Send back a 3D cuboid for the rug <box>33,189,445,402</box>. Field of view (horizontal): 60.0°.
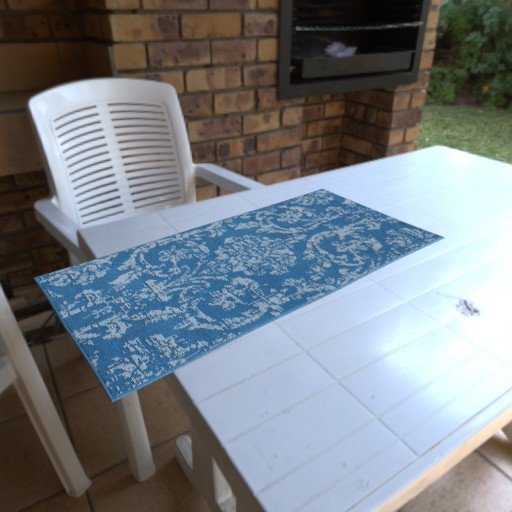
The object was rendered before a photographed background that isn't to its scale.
[{"bbox_3d":[0.000,0.000,1.442,1.219,0.007,0.604,-21,35,-32],"label":"rug"}]
